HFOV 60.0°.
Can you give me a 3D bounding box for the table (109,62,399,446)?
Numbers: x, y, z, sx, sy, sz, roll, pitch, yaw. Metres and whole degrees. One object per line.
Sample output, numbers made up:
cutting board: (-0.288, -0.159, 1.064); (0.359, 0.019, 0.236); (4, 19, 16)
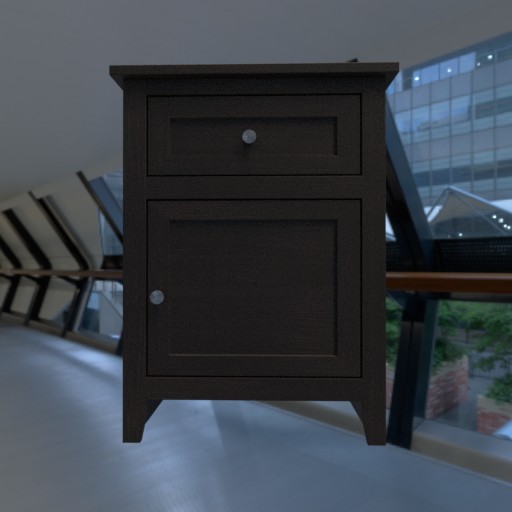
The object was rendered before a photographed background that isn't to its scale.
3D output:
table: (0.000, 0.000, 0.921); (0.480, 0.635, 0.381); (0, 0, 1)
